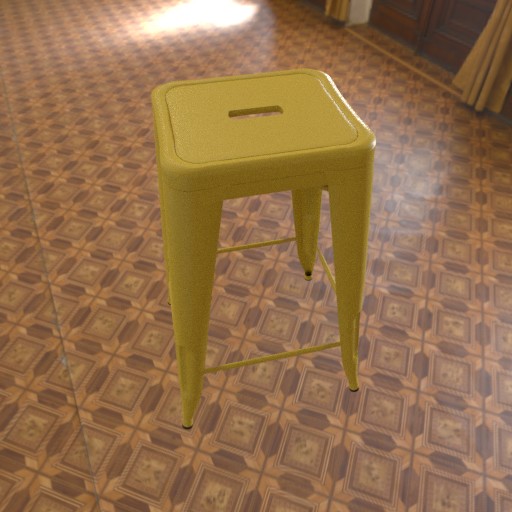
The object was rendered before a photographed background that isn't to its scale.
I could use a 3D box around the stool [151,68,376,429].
[{"bbox_3d":[0.000,0.000,0.862,0.399,0.609,0.359,-10,47,-9],"label":"stool"}]
